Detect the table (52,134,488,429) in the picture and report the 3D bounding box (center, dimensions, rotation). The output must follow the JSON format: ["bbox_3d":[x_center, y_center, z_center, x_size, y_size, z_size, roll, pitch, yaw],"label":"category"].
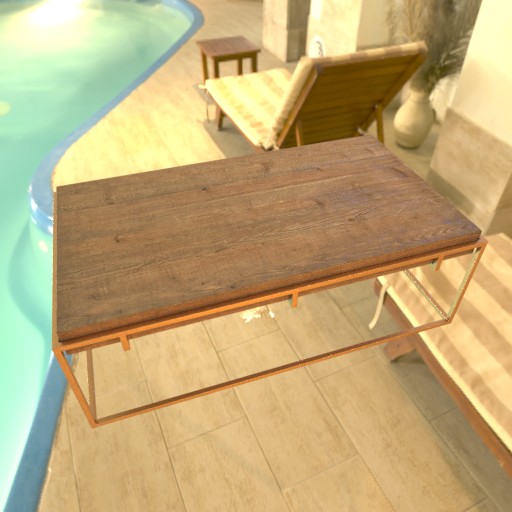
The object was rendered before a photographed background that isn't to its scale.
[{"bbox_3d":[0.000,0.000,1.728,1.387,0.468,0.775,-13,43,-14],"label":"table"}]
